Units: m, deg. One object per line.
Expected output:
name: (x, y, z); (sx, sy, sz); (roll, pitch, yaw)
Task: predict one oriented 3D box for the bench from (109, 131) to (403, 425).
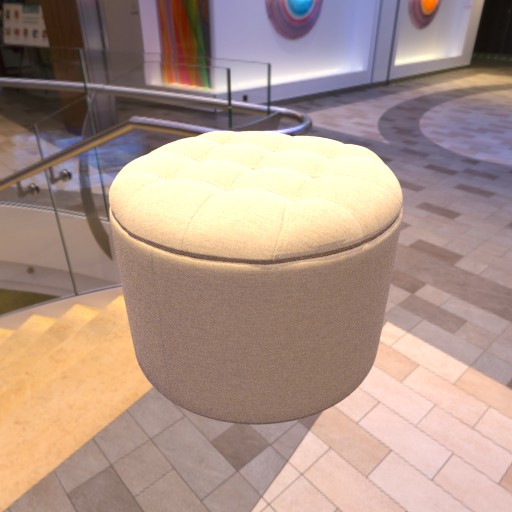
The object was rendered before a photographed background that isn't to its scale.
bench: (0.000, 0.000, 1.013); (0.600, 0.454, 0.600); (0, 30, 0)
